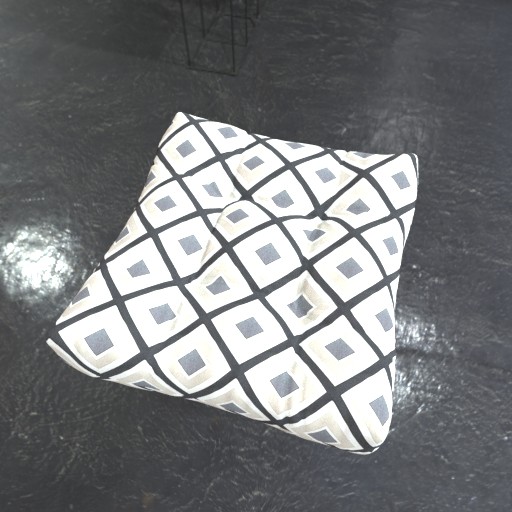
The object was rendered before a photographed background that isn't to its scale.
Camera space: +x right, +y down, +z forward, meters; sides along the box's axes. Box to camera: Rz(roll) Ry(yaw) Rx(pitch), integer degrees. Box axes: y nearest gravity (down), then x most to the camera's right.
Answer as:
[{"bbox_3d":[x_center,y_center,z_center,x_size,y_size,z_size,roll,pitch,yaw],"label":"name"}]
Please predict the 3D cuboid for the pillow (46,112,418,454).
[{"bbox_3d":[0.000,0.000,0.707,0.468,0.128,0.490,13,58,8],"label":"pillow"}]
